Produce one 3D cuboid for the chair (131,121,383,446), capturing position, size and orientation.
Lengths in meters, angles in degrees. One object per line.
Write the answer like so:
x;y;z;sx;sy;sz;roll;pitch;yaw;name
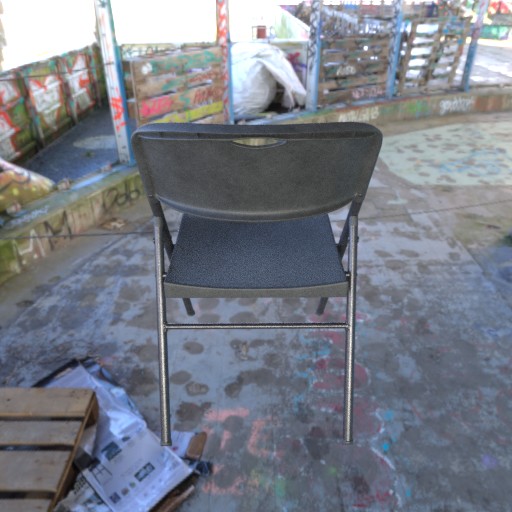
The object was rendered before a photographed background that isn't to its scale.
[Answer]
0.000;0.000;1.152;0.494;0.810;0.567;0;31;0;chair
